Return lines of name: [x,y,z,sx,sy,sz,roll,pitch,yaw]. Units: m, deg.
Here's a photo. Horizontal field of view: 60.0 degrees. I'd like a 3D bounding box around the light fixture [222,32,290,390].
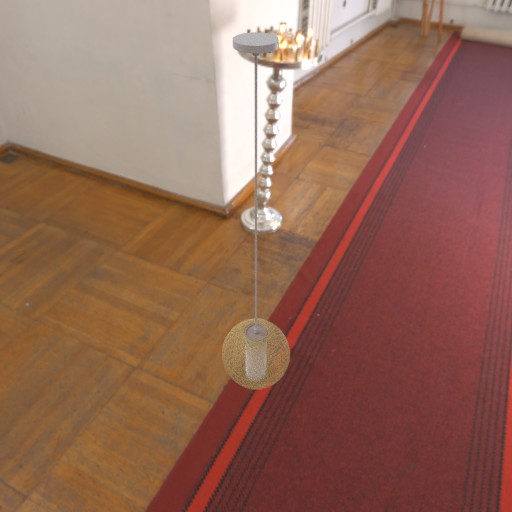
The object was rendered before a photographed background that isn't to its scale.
light fixture: [0.000,0.000,2.146,0.407,1.955,0.406,-12,43,-14]
